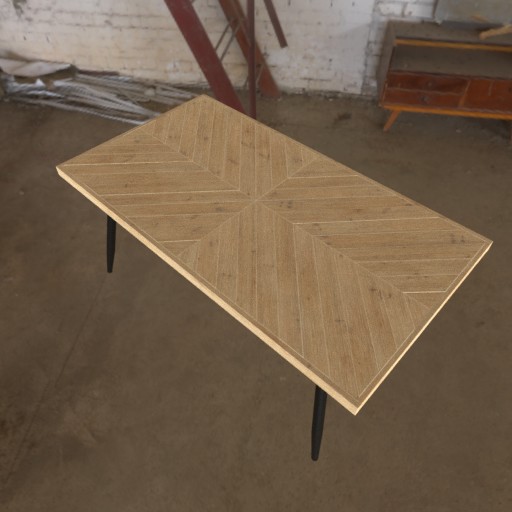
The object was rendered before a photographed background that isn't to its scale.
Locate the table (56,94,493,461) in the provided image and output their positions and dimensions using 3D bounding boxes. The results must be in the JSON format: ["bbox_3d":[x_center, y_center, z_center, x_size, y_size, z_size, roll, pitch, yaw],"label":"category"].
[{"bbox_3d":[0.000,0.000,2.317,1.803,0.762,0.991,35,57,27],"label":"table"}]
